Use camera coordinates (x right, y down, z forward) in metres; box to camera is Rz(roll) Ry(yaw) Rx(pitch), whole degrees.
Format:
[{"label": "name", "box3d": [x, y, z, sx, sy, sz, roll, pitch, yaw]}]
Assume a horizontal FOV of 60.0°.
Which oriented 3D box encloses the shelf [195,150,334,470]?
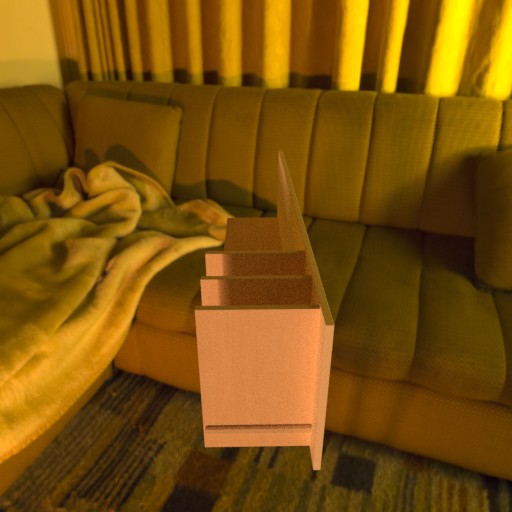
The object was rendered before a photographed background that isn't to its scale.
[{"label": "shelf", "box3d": [0.000, 0.000, 1.138, 0.200, 0.300, 1.020, 0, 27, -1]}]
